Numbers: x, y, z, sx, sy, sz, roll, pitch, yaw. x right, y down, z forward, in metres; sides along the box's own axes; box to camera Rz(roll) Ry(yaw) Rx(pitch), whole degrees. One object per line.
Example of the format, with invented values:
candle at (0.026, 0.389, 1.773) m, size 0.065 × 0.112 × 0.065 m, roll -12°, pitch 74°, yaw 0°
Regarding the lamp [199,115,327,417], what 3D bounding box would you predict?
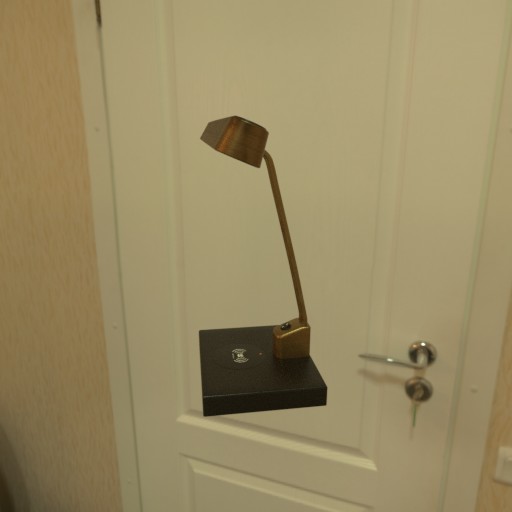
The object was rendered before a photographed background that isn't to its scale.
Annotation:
lamp at (0.000, 0.000, 0.587) m, size 0.156 × 0.345 × 0.412 m, roll -2°, pitch 16°, yaw -8°
